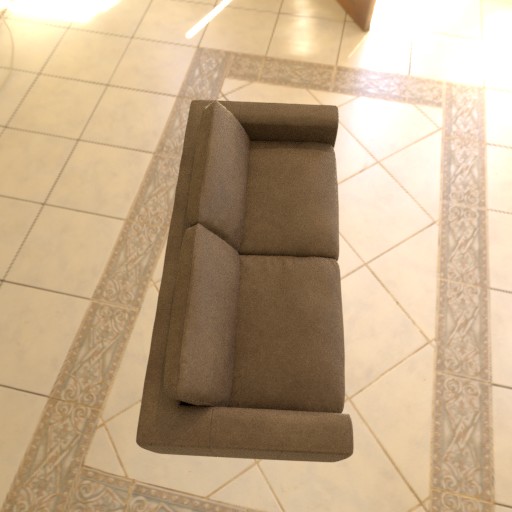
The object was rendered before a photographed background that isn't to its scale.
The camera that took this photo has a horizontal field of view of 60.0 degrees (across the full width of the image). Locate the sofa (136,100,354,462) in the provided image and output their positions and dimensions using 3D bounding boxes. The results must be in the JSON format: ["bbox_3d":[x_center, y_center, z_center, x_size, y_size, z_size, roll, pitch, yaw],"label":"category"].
[{"bbox_3d":[0.000,0.000,2.750,1.070,0.801,2.262,3,63,1],"label":"sofa"}]
